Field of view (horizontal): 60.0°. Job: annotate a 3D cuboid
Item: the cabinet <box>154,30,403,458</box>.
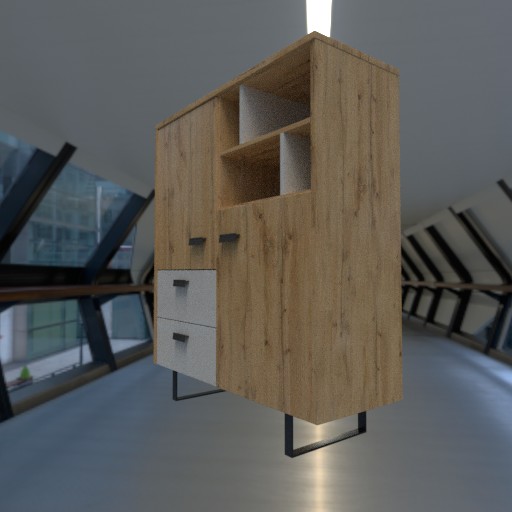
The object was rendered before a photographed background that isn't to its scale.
[{"bbox_3d":[0.000,0.000,1.978,0.473,1.397,1.168,2,-3,-38],"label":"cabinet"}]
